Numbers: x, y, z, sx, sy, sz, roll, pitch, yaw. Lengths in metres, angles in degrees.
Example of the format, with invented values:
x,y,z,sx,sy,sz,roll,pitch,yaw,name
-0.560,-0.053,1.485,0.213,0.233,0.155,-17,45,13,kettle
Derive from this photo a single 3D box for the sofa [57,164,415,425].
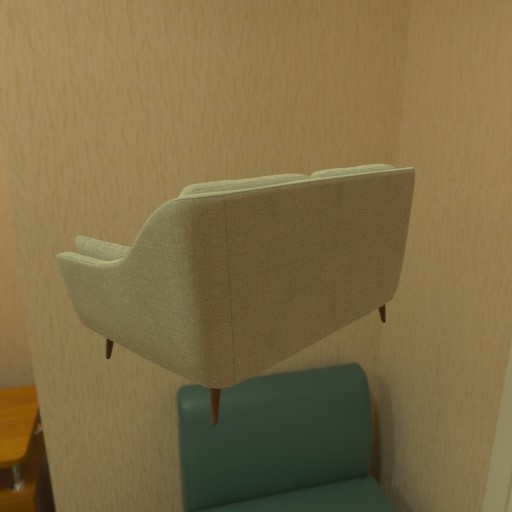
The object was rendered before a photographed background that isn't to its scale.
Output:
x,y,z,sx,sy,sz,roll,pitch,yaw,name
0.000,0.000,2.254,0.965,0.888,1.652,15,22,42,sofa
